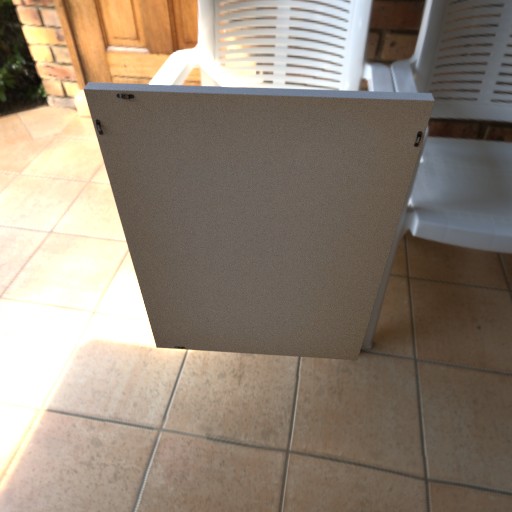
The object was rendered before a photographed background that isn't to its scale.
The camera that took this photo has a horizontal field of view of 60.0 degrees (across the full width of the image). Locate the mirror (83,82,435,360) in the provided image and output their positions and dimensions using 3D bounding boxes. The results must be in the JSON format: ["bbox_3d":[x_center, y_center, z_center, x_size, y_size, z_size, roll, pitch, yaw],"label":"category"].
[{"bbox_3d":[0.000,0.000,1.327,0.762,1.016,0.040,3,45,3],"label":"mirror"}]
